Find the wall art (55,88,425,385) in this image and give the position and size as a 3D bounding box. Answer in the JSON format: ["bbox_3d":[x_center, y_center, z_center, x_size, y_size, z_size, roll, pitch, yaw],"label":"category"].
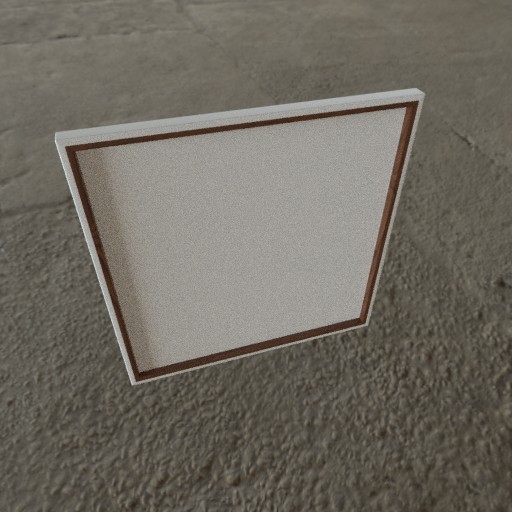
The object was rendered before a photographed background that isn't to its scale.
[{"bbox_3d":[0.000,0.000,1.127,0.757,0.757,0.037,-11,42,-13],"label":"wall art"}]
